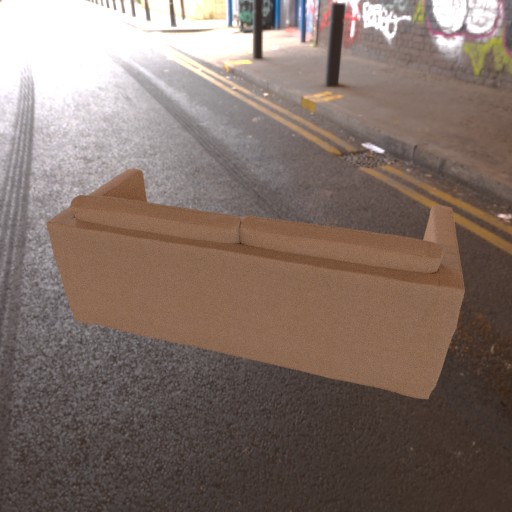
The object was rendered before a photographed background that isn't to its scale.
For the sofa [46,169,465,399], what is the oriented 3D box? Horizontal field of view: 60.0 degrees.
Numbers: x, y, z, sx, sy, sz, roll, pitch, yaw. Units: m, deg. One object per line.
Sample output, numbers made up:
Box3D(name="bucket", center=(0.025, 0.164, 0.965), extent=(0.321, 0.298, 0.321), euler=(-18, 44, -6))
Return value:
Box3D(name="sofa", center=(0.000, 0.000, 2.791), extent=(2.296, 0.847, 0.956), euler=(9, 33, 15))
